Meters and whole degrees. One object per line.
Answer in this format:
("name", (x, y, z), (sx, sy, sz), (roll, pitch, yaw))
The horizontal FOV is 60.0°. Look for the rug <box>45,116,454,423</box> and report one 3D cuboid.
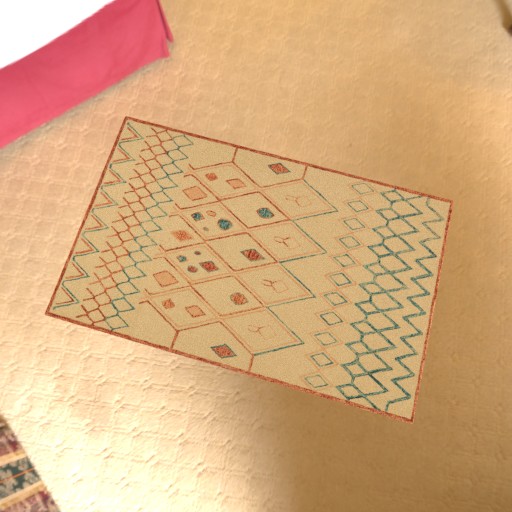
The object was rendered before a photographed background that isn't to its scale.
("rug", (0.000, 0.000, 2.995), (2.438, 0.015, 1.524), (15, 76, 4))
